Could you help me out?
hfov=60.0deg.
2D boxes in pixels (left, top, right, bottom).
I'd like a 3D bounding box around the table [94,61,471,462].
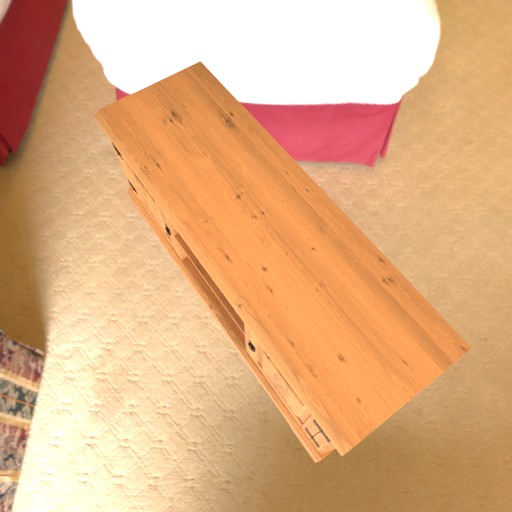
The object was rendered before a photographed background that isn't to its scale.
[{"bbox_3d":[0.000,0.000,1.444,0.400,0.510,1.200,-33,68,-15],"label":"table"}]
